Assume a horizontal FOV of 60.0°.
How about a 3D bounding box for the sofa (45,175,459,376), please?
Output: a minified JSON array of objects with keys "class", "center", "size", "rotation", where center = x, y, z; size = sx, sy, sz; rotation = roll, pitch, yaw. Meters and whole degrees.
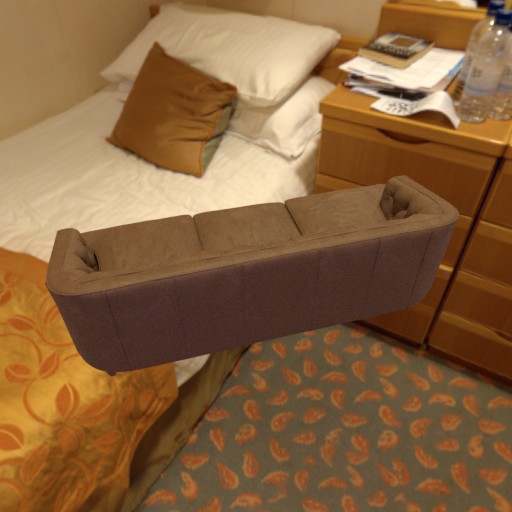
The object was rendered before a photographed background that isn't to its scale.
[{"class":"sofa","center":[0.000,0.000,2.721],"size":[2.227,0.787,0.927],"rotation":[-11,43,-12]}]
